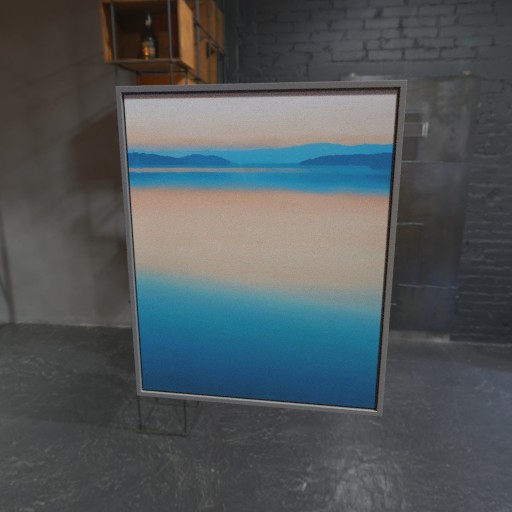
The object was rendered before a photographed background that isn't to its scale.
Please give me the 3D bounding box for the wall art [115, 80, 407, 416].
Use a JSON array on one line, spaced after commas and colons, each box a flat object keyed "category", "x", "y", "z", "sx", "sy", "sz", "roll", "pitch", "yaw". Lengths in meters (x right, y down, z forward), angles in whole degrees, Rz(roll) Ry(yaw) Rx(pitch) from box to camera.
[{"category": "wall art", "x": 0.000, "y": 0.000, "z": 0.763, "sx": 0.453, "sy": 0.554, "sz": 0.037, "roll": 2, "pitch": 14, "yaw": 8}]
